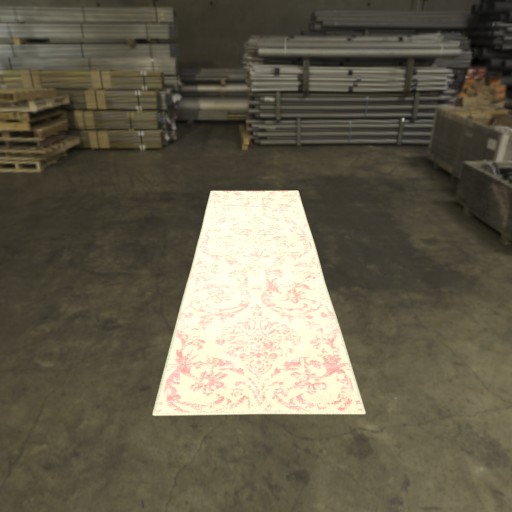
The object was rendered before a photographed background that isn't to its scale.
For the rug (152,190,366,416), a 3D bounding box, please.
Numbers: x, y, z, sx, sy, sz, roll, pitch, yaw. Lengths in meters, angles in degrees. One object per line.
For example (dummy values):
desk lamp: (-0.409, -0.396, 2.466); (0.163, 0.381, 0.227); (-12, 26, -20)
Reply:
rug: (0.000, 0.000, 2.351); (0.662, 0.011, 2.196); (0, 26, 0)
